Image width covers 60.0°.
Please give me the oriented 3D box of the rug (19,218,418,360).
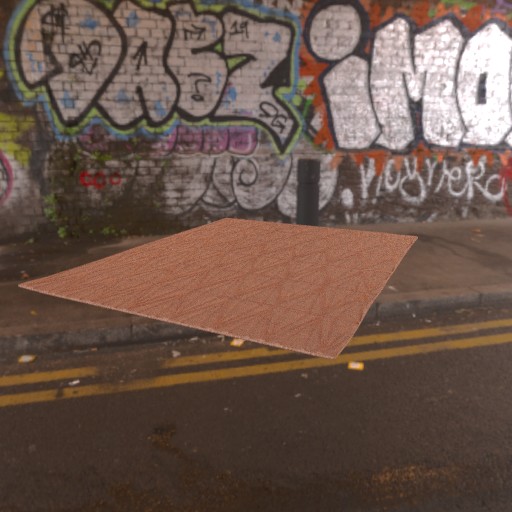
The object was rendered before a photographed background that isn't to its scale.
[{"bbox_3d":[0.000,0.000,4.082,2.453,0.043,3.052,8,17,26],"label":"rug"}]
